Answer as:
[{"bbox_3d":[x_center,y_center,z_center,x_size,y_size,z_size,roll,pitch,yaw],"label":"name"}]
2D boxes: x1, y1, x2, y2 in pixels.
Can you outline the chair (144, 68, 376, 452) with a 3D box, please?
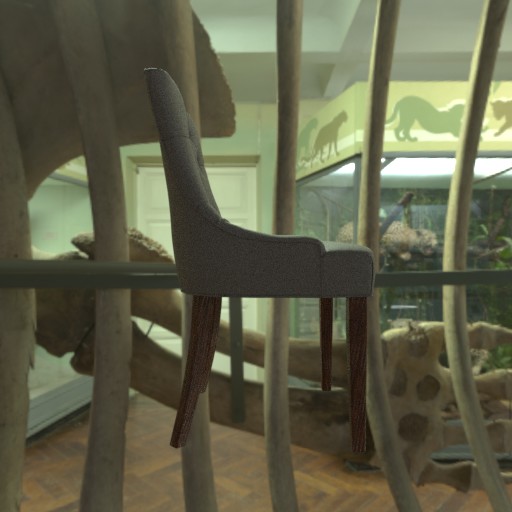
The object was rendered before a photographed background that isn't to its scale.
[{"bbox_3d":[0.000,0.000,1.221,0.565,0.874,0.509,0,0,0],"label":"chair"}]
